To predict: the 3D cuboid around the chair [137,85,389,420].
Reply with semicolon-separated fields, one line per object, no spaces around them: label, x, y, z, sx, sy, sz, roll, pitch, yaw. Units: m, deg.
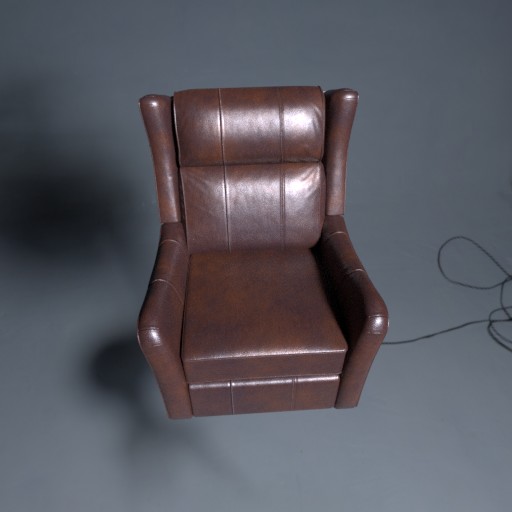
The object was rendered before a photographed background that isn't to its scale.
chair;0.000;0.000;1.866;0.869;1.084;1.008;-3;46;-3
